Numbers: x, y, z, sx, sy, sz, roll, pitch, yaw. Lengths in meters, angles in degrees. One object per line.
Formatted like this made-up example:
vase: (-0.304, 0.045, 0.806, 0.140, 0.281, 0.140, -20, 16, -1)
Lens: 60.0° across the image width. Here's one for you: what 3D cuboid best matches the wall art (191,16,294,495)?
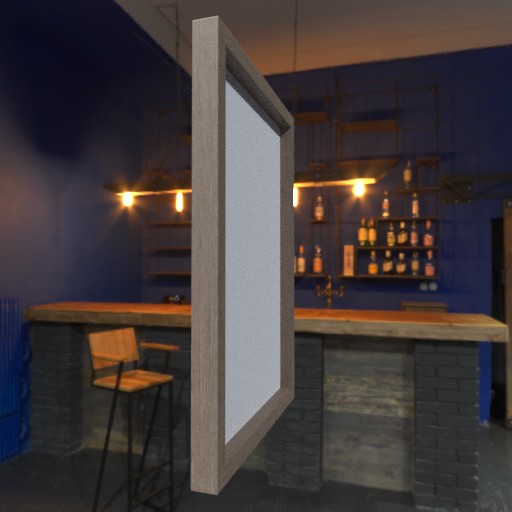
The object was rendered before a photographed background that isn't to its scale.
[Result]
wall art: (0.000, 0.000, 0.646, 0.032, 0.510, 0.358, 0, -1, 18)
